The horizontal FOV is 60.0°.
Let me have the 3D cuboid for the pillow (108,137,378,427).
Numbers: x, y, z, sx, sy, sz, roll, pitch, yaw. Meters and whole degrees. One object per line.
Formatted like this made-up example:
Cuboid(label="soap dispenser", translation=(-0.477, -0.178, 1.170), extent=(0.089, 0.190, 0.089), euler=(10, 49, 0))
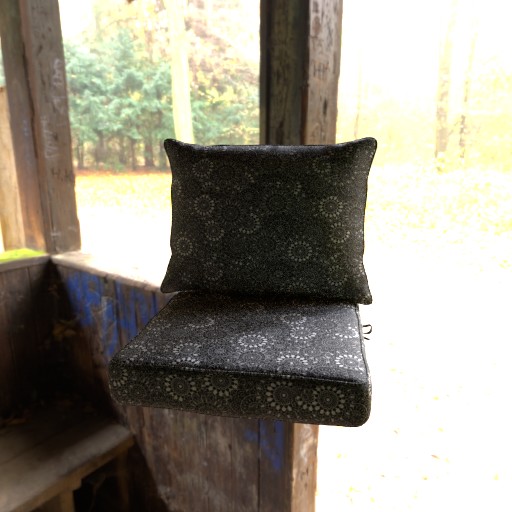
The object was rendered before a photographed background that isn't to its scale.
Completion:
Cuboid(label="pillow", translation=(0.000, 0.000, 1.389), extent=(0.798, 0.722, 0.740), euler=(2, 15, 9))
